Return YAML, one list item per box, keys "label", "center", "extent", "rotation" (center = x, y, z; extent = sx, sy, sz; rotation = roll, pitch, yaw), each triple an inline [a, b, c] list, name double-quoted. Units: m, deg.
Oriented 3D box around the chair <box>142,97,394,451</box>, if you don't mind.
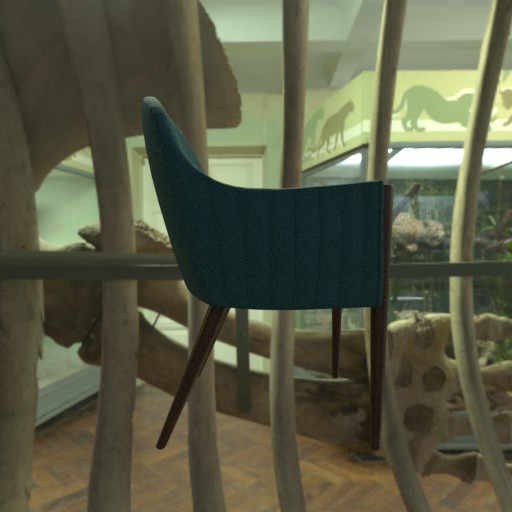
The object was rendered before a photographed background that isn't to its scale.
- label: "chair"
  center: [0.000, 0.000, 1.333]
  extent: [0.652, 0.907, 0.656]
  rotation: [0, 1, 1]
